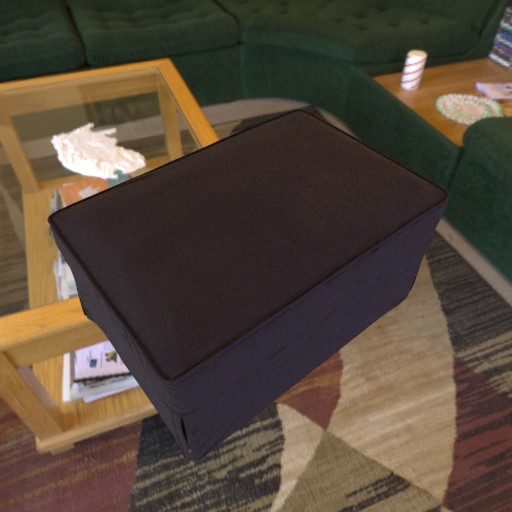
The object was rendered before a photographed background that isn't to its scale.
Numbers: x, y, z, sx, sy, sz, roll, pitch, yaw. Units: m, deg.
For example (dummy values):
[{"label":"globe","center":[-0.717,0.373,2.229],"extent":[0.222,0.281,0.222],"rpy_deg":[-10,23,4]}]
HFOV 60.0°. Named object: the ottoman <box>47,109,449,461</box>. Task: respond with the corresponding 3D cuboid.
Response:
[{"label":"ottoman","center":[0.000,0.000,1.321],"extent":[0.938,0.503,0.637],"rpy_deg":[-30,54,-26]}]
